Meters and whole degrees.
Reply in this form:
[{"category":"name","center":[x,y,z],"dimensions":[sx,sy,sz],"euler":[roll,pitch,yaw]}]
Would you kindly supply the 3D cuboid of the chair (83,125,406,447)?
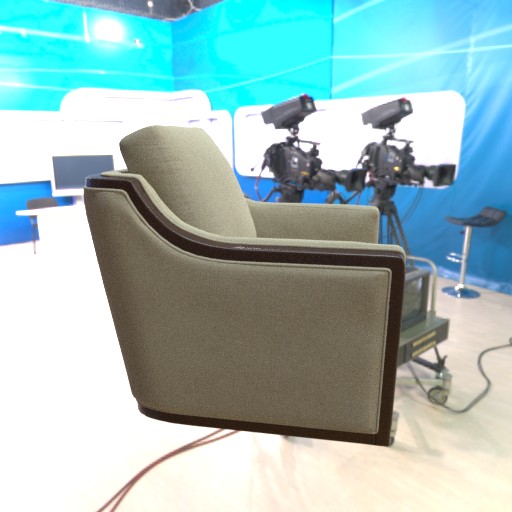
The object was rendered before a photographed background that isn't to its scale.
[{"category":"chair","center":[0.000,0.000,1.650],"dimensions":[0.950,0.930,0.870],"euler":[2,16,9]}]
